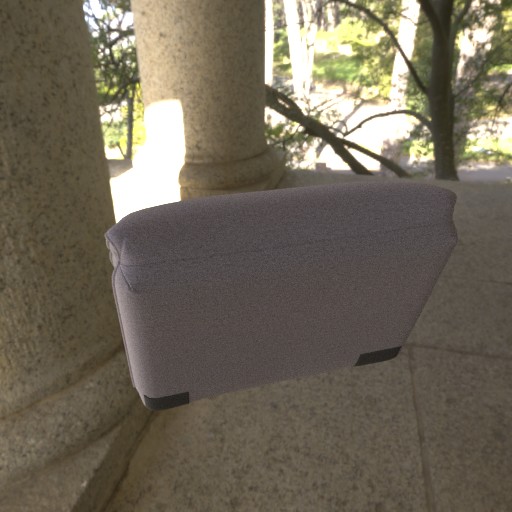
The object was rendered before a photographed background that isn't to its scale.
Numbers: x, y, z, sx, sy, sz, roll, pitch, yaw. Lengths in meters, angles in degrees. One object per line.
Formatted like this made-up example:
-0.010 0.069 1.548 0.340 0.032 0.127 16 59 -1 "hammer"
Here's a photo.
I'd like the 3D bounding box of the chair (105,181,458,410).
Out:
0.000 0.000 1.344 0.820 0.580 0.780 -8 29 -15 "chair"
